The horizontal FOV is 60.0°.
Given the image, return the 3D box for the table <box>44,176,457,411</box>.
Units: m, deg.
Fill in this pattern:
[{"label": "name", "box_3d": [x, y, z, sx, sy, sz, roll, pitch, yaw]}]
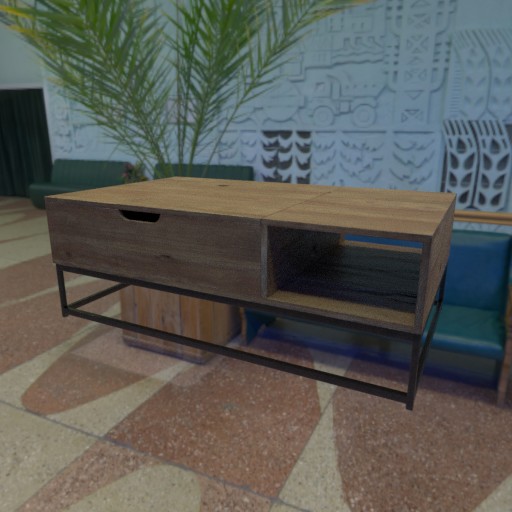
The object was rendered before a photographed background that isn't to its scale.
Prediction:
[{"label": "table", "box_3d": [0.000, 0.000, 1.427, 1.101, 0.395, 0.655, 8, 18, 26]}]
